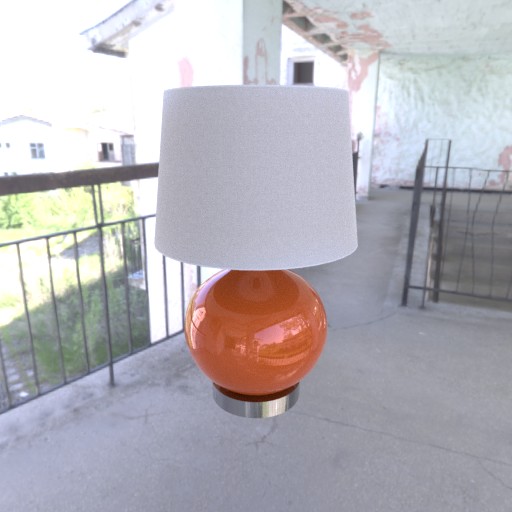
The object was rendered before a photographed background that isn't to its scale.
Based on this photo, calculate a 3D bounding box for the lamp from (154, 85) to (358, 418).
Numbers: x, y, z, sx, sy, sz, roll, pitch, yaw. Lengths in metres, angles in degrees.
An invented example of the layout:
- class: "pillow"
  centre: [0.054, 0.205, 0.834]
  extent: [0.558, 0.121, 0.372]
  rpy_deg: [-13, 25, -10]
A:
- class: "lamp"
  centre: [0.000, 0.000, 0.556]
  extent: [0.247, 0.387, 0.247]
  rpy_deg: [0, 17, 0]
